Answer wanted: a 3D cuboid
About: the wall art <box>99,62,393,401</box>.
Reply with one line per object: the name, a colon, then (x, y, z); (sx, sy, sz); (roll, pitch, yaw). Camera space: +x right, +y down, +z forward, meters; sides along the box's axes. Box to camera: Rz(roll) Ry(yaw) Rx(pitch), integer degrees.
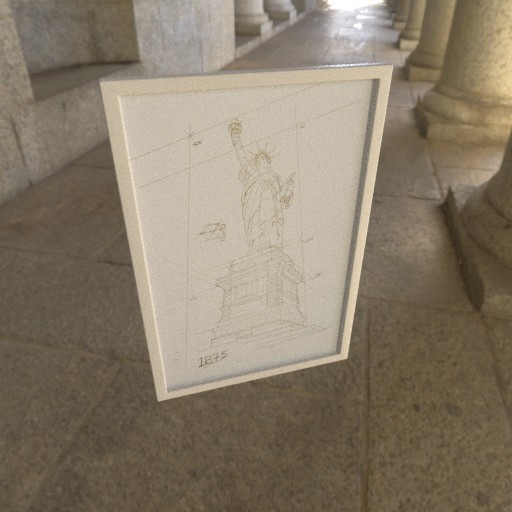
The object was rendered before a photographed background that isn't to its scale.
wall art: (0.000, 0.000, 1.037); (0.556, 0.813, 0.026); (-9, 34, -14)
